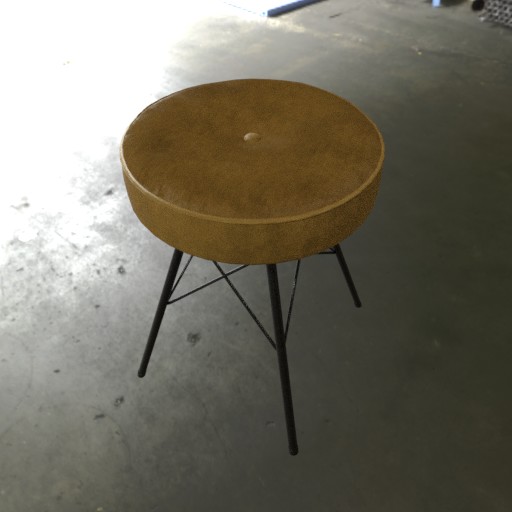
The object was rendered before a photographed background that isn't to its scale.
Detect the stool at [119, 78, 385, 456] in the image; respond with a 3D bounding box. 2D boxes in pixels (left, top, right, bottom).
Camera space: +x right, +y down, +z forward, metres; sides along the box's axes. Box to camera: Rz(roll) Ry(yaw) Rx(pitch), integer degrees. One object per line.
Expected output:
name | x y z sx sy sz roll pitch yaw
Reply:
stool | 0.000 0.000 0.922 0.438 0.595 0.472 22 50 20
